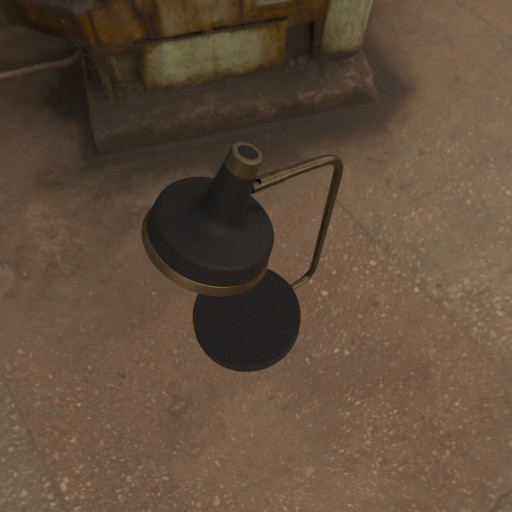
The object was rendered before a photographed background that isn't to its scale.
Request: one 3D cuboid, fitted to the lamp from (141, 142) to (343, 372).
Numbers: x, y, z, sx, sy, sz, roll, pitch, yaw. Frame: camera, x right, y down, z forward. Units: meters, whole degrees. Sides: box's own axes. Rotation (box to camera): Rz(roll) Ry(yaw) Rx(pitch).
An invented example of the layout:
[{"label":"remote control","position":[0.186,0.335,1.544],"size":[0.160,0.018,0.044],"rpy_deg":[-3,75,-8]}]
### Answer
[{"label":"lamp","position":[0.000,0.000,0.505],"size":[0.218,0.385,0.162],"rpy_deg":[-31,67,-14]}]
